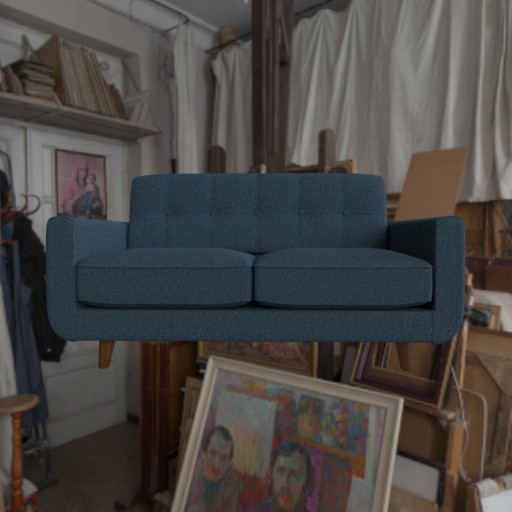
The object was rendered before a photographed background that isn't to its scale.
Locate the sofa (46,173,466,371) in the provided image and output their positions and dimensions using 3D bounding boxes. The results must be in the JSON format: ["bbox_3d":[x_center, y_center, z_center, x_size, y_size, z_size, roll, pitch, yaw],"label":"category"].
[{"bbox_3d":[0.000,0.000,2.188,1.651,0.896,0.942,0,2,2],"label":"sofa"}]
